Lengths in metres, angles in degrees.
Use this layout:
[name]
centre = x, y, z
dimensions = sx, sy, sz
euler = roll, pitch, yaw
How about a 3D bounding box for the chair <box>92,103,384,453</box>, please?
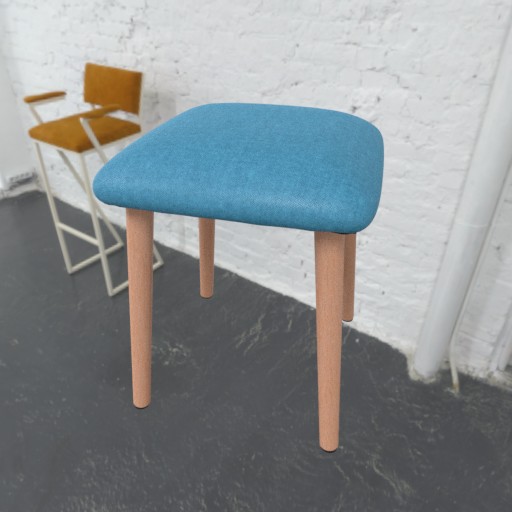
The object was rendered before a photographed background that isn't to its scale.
[chair]
centre = 0.000, 0.000, 0.732
dimensions = 0.360, 0.450, 0.360
euler = 8, 32, 13
